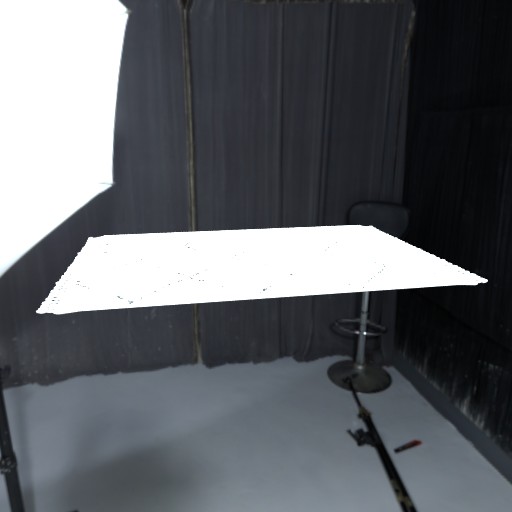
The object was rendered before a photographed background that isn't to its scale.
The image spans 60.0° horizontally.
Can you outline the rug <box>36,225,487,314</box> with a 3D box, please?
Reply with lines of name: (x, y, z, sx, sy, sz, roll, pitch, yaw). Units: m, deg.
rug: (0.000, 0.000, 2.877, 2.307, 0.031, 1.494, -3, 16, -11)
